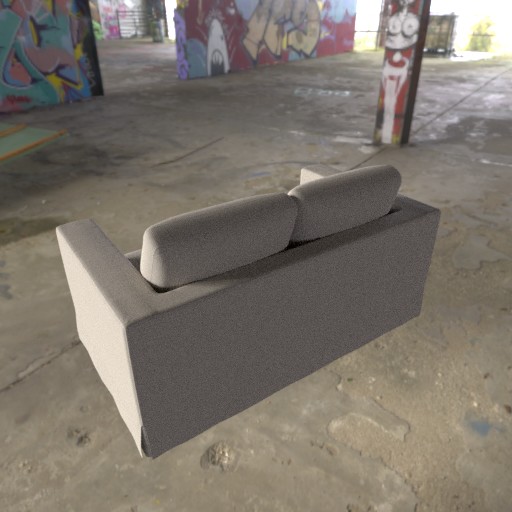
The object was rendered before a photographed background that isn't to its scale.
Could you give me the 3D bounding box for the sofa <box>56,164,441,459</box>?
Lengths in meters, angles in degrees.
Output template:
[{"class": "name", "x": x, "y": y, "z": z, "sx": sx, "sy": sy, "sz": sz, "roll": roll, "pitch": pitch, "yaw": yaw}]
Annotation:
[{"class": "sofa", "x": 0.000, "y": 0.000, "z": 2.420, "sx": 1.813, "sy": 0.932, "sz": 1.009, "roll": -19, "pitch": 35, "yaw": -30}]
